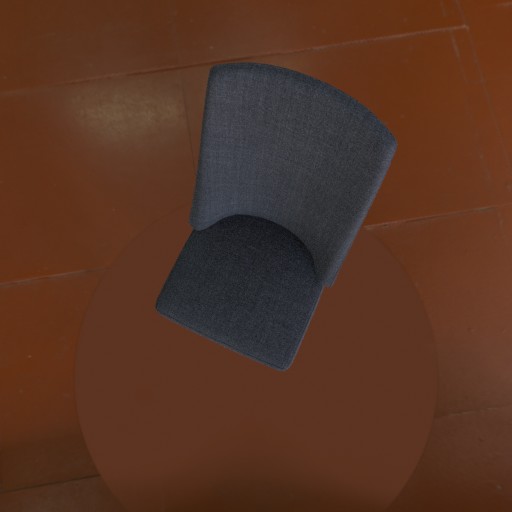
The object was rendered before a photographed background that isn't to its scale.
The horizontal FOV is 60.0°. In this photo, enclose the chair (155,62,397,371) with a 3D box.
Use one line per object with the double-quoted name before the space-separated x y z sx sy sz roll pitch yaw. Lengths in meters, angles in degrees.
"chair" 0.000 0.000 1.368 0.510 1.050 0.577 24 78 6
